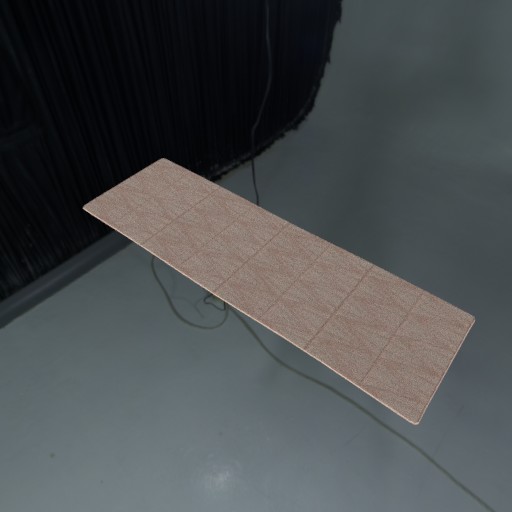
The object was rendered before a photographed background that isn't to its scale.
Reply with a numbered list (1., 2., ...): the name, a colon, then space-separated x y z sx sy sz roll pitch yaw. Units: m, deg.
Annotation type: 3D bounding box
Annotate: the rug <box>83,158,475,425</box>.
1. rug: 0.000 0.000 2.706 2.435 0.015 0.760 30 53 25
